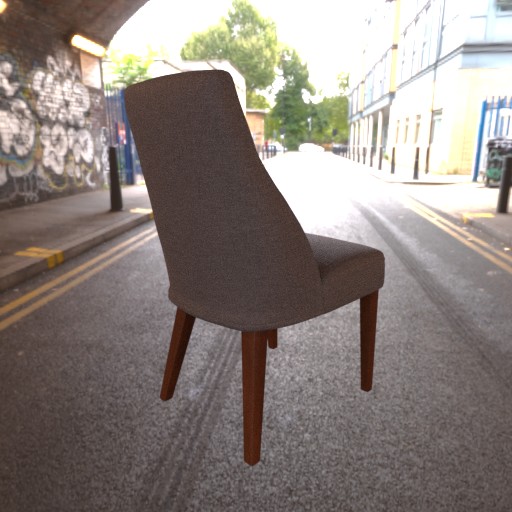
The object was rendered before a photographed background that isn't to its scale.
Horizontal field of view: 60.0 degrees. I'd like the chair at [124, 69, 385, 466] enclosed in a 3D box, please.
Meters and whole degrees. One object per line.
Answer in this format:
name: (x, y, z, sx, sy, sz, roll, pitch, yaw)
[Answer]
chair: (0.000, 0.000, 1.282, 0.620, 0.930, 0.500, -13, 20, -42)
